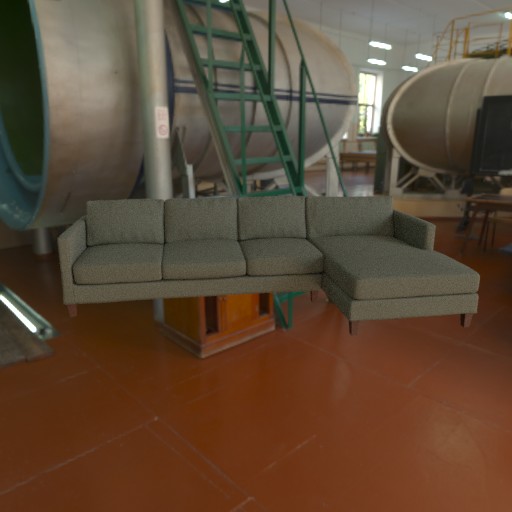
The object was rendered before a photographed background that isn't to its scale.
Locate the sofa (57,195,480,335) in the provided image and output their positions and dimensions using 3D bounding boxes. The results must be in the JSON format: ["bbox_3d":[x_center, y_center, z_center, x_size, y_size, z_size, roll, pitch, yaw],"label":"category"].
[{"bbox_3d":[0.000,0.000,3.834,3.186,0.861,1.625,-2,16,-9],"label":"sofa"}]
